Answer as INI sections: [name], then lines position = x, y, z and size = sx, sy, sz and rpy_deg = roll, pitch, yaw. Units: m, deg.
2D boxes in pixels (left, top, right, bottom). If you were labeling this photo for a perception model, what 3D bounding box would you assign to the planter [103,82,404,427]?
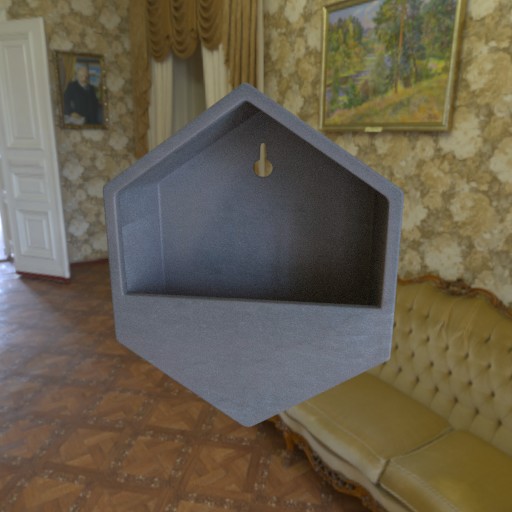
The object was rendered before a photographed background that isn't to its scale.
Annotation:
[planter]
position = 0.000, 0.000, 0.293
size = 0.169, 0.206, 0.077
rpy_deg = 2, 15, 8
